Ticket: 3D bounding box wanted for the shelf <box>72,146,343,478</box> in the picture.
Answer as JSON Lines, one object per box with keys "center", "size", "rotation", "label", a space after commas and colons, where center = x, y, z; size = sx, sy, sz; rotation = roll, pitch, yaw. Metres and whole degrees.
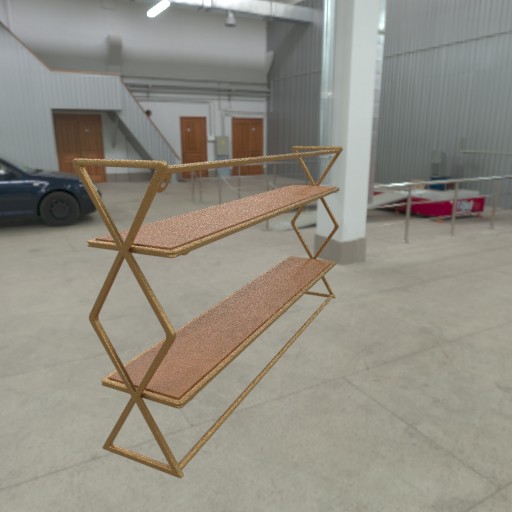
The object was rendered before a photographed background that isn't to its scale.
{"center": [0.000, 0.000, 0.971], "size": [0.150, 0.450, 0.822], "rotation": [7, 17, 24], "label": "shelf"}
